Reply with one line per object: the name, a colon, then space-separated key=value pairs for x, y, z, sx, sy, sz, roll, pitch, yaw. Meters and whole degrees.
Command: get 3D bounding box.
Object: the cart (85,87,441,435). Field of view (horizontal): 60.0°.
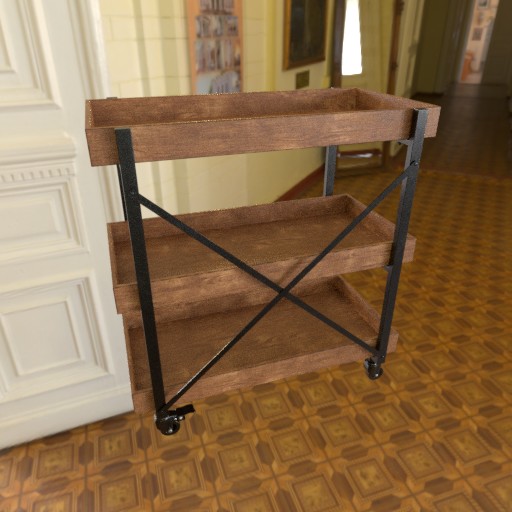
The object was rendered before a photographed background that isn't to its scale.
cart: x=0.000 y=0.000 z=1.212 sx=0.750 sy=0.800 sz=0.411 roll=-9 pitch=29 yaw=-17
